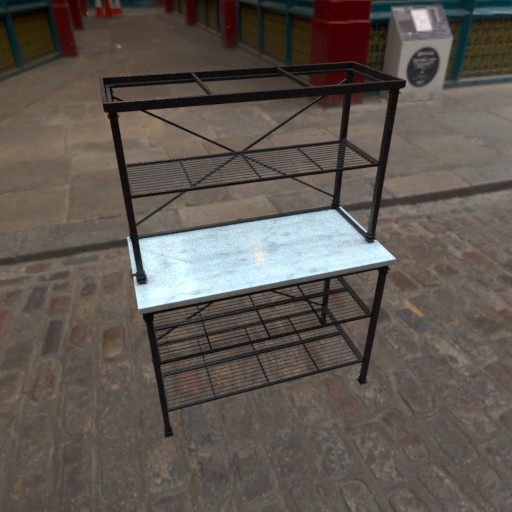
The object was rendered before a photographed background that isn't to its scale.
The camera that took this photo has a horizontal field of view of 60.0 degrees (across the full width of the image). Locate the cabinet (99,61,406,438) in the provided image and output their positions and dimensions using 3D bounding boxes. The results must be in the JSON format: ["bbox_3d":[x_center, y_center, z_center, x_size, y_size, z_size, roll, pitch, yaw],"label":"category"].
[{"bbox_3d":[0.000,0.000,2.227,1.210,1.659,0.610,-10,35,-15],"label":"cabinet"}]
